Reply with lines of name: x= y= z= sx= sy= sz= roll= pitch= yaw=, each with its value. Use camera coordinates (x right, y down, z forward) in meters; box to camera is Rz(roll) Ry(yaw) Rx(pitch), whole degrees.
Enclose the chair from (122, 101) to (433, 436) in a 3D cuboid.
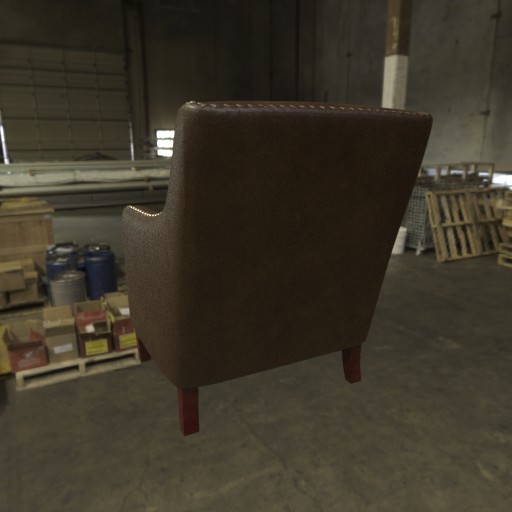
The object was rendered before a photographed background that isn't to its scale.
chair: x=0.000 y=0.000 z=1.305 sx=0.639 sy=0.813 sz=0.704 roll=-7 pitch=16 yaw=-27
